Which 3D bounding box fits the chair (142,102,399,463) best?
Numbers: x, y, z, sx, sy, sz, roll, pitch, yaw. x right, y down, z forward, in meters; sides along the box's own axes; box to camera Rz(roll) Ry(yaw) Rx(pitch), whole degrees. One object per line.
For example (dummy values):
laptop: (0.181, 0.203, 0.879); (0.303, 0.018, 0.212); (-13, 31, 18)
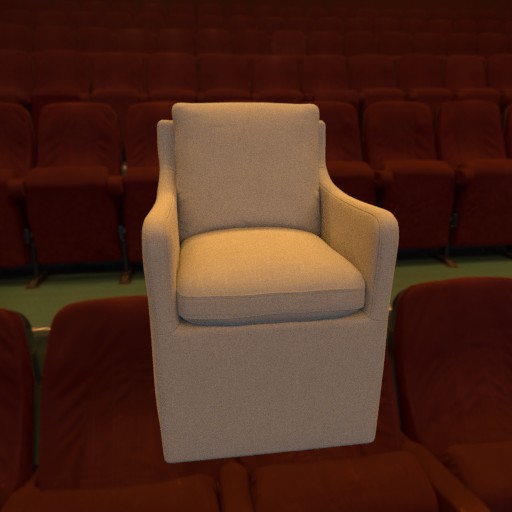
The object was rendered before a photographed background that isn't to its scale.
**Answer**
chair: (0.000, 0.000, 1.360); (0.626, 0.914, 0.694); (-2, 16, -8)
